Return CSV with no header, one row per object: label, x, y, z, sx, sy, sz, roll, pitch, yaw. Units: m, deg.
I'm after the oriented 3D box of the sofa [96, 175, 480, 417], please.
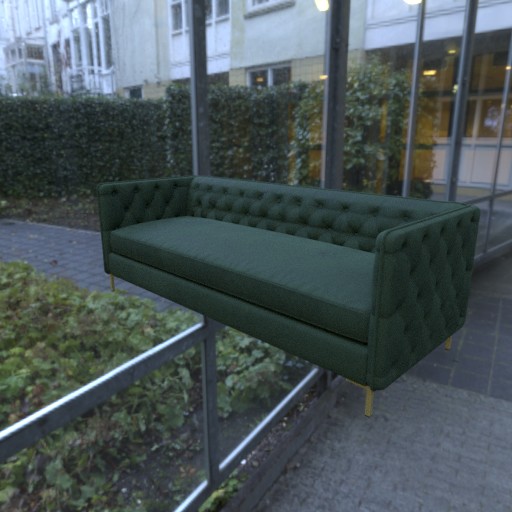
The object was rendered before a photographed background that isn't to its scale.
sofa,0.000,0.000,2.641,2.209,0.771,0.895,15,22,42
